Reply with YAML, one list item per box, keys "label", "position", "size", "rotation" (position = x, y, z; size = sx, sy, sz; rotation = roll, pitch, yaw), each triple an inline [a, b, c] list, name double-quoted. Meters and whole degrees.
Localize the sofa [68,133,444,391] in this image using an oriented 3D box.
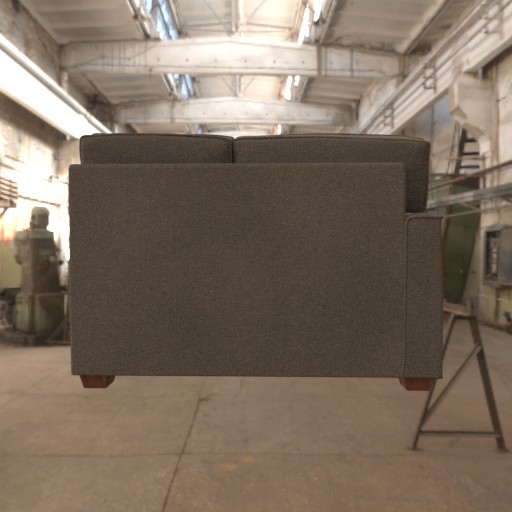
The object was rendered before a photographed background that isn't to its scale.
- label: "sofa"
  position: [0.000, 0.000, 2.077]
  size: [1.388, 0.989, 0.991]
  rotation: [0, 1, 1]
